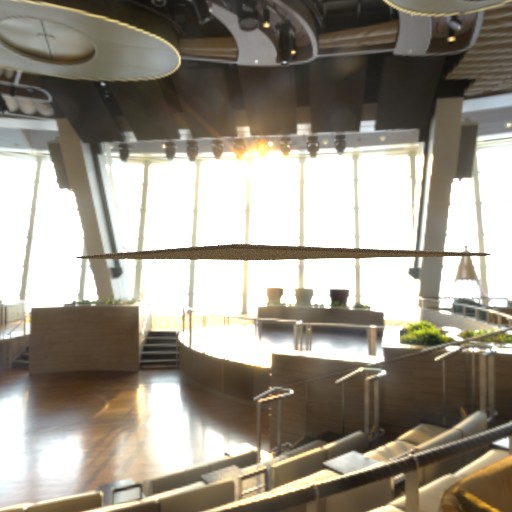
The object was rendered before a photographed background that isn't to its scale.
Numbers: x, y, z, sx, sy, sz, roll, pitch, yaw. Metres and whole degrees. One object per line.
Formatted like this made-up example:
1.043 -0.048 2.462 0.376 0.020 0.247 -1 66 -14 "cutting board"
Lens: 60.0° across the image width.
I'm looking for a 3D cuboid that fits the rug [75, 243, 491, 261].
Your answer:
0.000 0.000 4.080 2.462 0.030 3.066 1 -2 -35 "rug"
